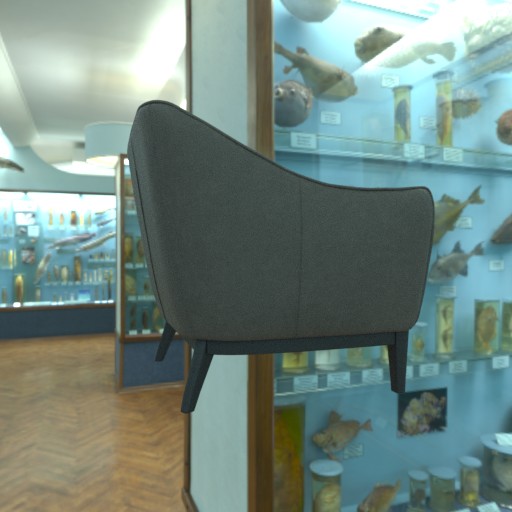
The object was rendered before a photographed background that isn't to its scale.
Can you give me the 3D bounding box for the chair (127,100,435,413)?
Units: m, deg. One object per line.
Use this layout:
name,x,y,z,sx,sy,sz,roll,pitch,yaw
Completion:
chair,0.000,0.000,1.563,0.852,0.830,0.871,0,1,-19
